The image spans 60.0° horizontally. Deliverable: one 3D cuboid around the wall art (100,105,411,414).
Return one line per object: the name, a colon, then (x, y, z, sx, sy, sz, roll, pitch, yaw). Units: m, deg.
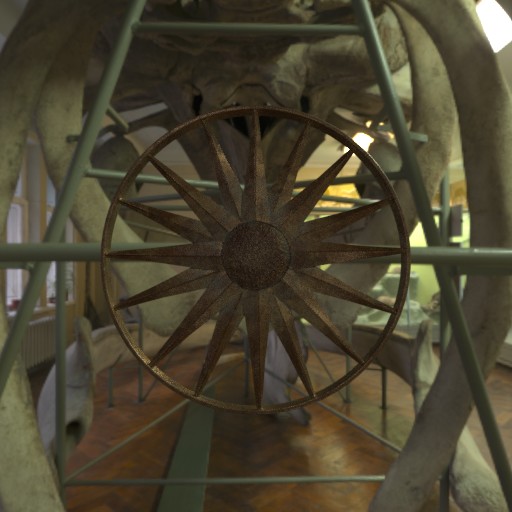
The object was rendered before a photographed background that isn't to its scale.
wall art: (0.000, 0.000, 0.846, 0.582, 0.583, 0.084, 0, 0, 0)
